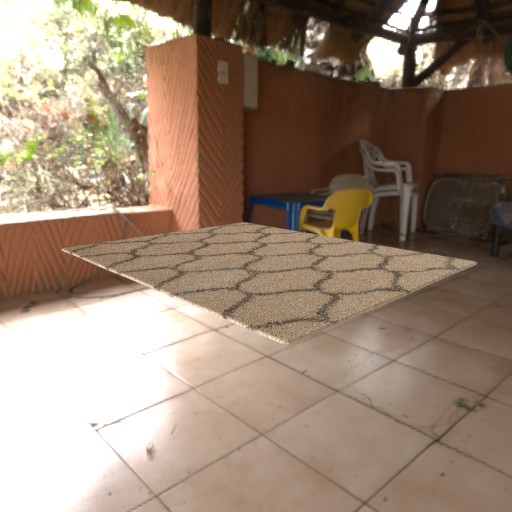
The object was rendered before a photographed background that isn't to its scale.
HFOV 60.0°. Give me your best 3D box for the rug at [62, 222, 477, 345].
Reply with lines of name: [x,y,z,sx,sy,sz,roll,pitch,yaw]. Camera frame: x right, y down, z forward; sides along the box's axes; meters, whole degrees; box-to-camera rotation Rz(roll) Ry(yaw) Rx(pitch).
rug: [0.000,0.000,4.044,2.399,0.026,3.000,-12,18,-42]
